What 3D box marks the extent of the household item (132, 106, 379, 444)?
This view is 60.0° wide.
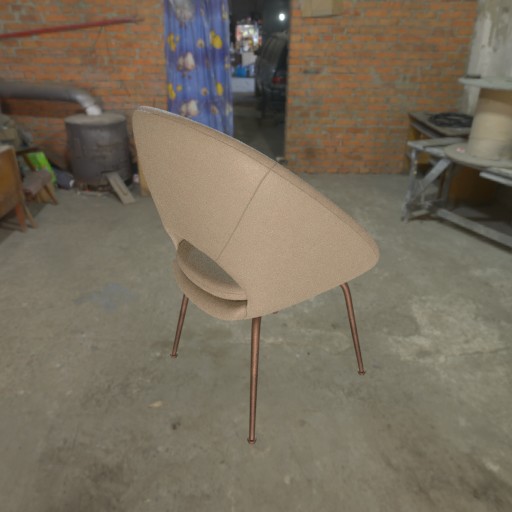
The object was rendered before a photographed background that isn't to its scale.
[{"bbox_3d":[0.000,0.000,1.267,0.573,0.852,0.623,-19,32,-33],"label":"household item"}]
